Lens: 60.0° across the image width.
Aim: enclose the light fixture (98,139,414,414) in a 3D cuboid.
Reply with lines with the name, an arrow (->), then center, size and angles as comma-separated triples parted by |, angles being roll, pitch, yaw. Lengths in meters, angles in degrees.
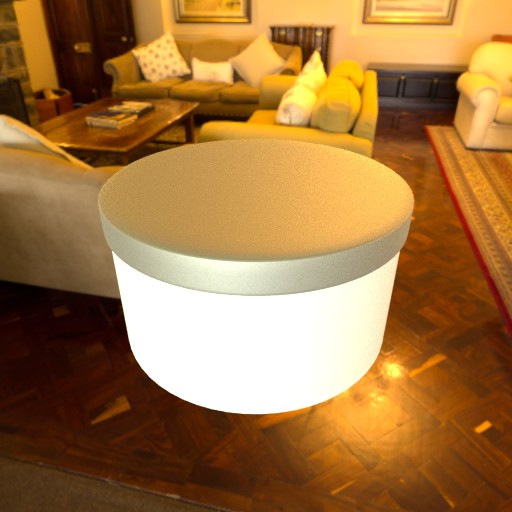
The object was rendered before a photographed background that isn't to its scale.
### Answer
light fixture -> 0.000, 0.000, 0.633 | 0.393, 0.229, 0.393 | 0, 31, 0
